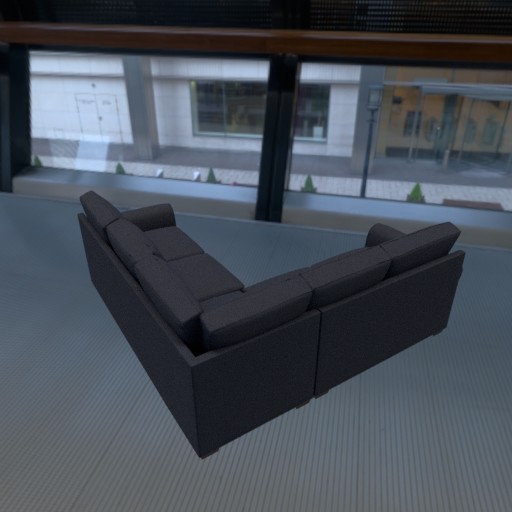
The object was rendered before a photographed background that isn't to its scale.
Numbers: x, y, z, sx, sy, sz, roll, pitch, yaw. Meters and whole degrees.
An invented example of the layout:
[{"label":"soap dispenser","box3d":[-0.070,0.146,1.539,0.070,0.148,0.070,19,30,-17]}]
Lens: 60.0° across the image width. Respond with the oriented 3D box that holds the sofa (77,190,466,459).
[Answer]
[{"label":"sofa","box3d":[0.000,0.000,4.023,2.487,1.042,2.562,-17,33,-28]}]
